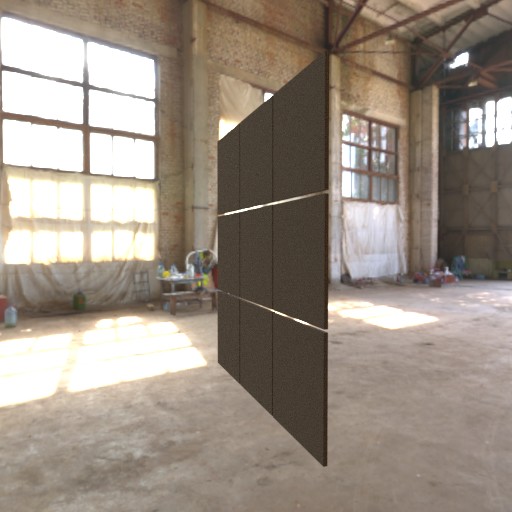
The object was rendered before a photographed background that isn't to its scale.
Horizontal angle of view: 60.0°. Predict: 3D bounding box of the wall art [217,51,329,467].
[{"bbox_3d":[0.000,0.000,1.868,0.013,1.216,1.216,-1,2,-20],"label":"wall art"}]
